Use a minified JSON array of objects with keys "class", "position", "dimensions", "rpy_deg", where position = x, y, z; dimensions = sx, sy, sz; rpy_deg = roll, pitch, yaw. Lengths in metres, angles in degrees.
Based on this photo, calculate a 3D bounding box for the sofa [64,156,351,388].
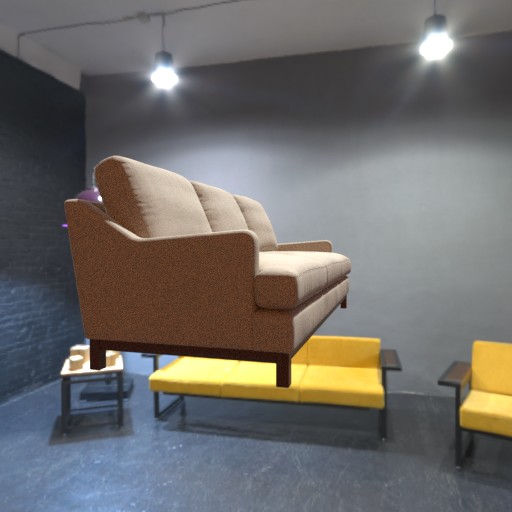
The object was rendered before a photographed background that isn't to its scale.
[{"class":"sofa","position":[0.000,0.000,2.806],"dimensions":[1.000,0.913,2.321],"rpy_deg":[0,1,17]}]
